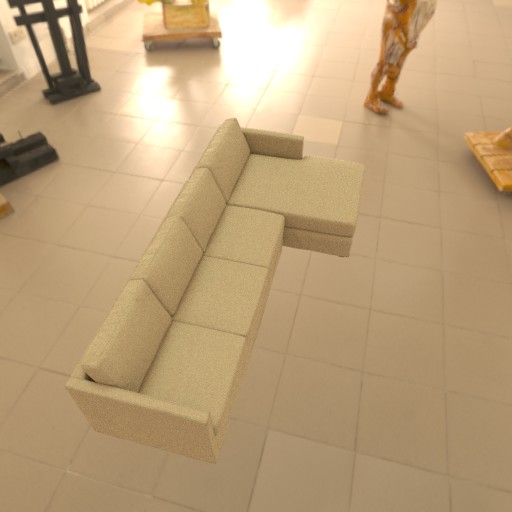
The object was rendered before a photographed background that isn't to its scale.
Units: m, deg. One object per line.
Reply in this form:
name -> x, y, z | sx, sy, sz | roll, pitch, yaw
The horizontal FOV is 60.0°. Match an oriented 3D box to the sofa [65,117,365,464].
sofa -> 0.000, 0.000, 3.802 | 1.622, 0.867, 3.177 | 11, 48, 10
